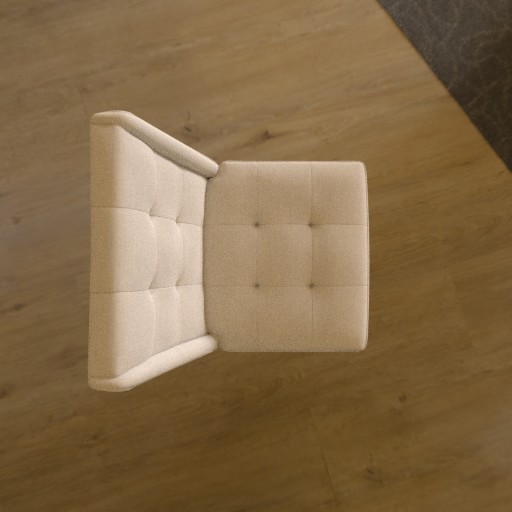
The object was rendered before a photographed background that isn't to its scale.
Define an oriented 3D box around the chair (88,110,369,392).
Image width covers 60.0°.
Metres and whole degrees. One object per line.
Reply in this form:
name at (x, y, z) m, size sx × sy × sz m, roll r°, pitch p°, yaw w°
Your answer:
chair at (0.000, 0.000, 1.290) m, size 0.676 × 0.853 × 0.569 m, roll 0°, pitch 89°, yaw -1°
